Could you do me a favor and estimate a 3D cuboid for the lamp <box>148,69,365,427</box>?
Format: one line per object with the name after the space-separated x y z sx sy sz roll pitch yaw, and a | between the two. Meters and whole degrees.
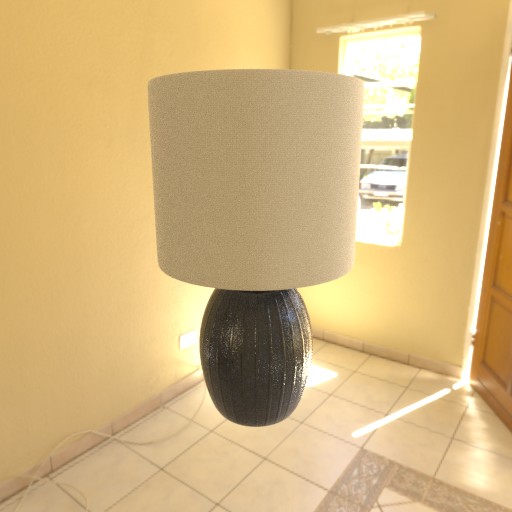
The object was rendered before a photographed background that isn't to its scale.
0.000 0.000 0.757 0.329 0.570 0.329 7 17 26 | lamp
